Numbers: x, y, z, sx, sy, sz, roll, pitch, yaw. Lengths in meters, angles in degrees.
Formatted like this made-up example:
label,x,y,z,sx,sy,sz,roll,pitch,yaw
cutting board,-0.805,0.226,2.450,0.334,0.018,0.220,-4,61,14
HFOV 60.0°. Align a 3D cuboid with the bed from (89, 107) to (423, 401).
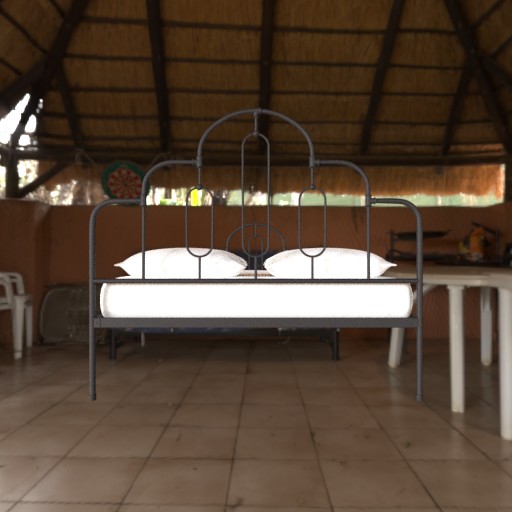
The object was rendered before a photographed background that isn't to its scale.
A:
label,x,y,z,sx,sy,sz,roll,pitch,yaw
bed,0.000,0.000,3.230,1.640,1.429,2.163,0,-1,0
